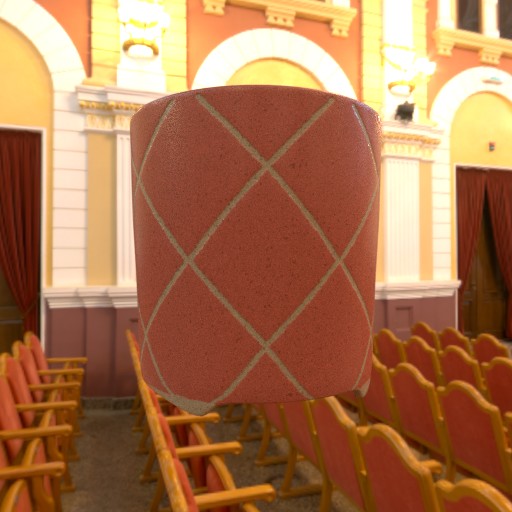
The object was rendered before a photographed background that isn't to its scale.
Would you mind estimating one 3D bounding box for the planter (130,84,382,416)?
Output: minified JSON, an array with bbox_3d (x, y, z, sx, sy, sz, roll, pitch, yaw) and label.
[{"bbox_3d":[0.000,0.000,0.415,0.227,0.235,0.227,0,0,0],"label":"planter"}]
